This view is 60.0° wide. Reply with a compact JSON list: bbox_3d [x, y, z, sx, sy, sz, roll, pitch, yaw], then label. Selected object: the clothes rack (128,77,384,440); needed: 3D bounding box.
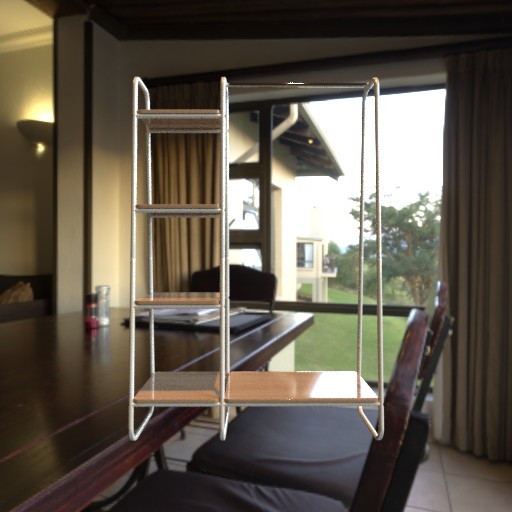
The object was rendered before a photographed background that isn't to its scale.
[{"bbox_3d":[0.000,0.000,1.929,1.011,1.500,0.400,0,1,0],"label":"clothes rack"}]
